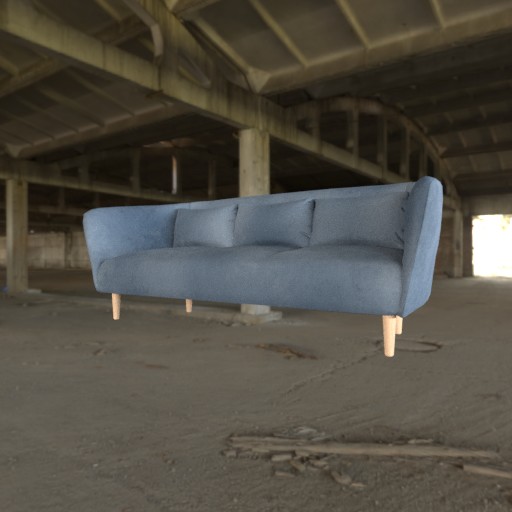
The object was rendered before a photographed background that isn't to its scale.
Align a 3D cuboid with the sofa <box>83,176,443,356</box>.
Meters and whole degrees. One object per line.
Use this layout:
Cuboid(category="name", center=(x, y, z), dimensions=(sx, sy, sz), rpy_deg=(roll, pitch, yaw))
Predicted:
Cuboid(category="sofa", center=(0.000, 0.000, 2.509), dimensions=(2.095, 0.795, 0.849), rpy_deg=(0, 0, 35))
